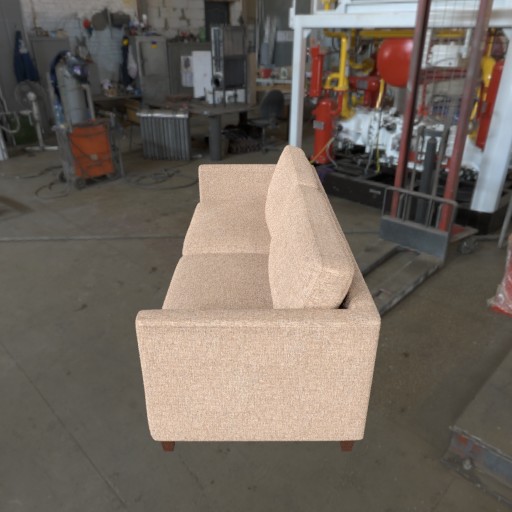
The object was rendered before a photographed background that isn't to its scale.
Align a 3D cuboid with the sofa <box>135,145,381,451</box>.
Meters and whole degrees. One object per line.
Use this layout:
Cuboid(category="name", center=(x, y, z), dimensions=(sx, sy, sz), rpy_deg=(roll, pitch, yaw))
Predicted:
Cuboid(category="sofa", center=(0.000, 0.000, 2.726), dimensions=(0.951, 0.965, 2.208), rpy_deg=(0, 27, 0))
